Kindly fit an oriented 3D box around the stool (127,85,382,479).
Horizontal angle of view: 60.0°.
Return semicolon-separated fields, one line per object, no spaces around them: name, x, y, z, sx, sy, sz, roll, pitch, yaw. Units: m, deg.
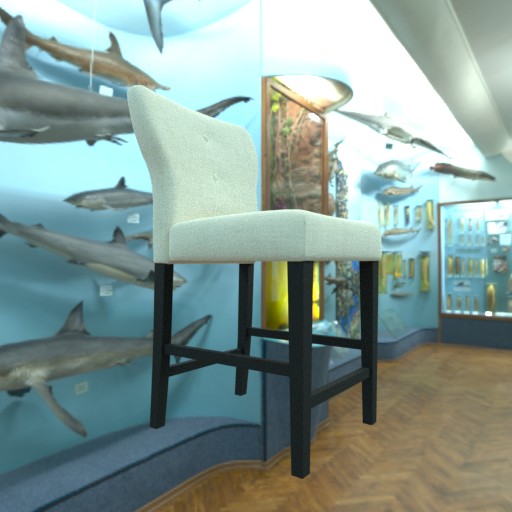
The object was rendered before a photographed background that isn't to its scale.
stool;0.000;0.000;1.289;0.603;0.972;0.514;0;-1;37
